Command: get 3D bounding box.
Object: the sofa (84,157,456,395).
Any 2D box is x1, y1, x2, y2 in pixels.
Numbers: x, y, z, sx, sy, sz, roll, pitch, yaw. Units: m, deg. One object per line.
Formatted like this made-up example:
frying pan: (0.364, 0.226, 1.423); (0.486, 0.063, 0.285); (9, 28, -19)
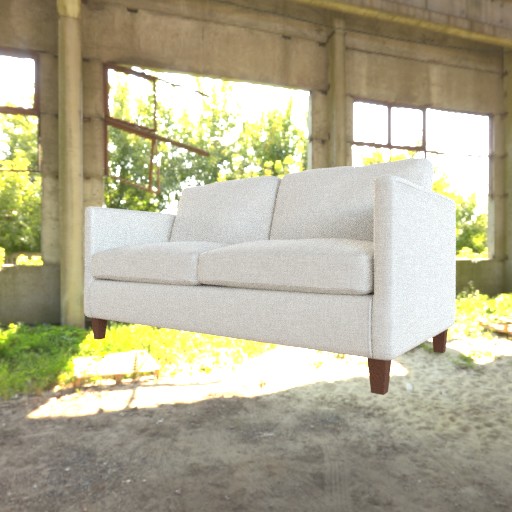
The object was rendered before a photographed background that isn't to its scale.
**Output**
sofa: (0.000, 0.000, 2.401); (1.838, 0.963, 0.950); (0, 0, 36)
